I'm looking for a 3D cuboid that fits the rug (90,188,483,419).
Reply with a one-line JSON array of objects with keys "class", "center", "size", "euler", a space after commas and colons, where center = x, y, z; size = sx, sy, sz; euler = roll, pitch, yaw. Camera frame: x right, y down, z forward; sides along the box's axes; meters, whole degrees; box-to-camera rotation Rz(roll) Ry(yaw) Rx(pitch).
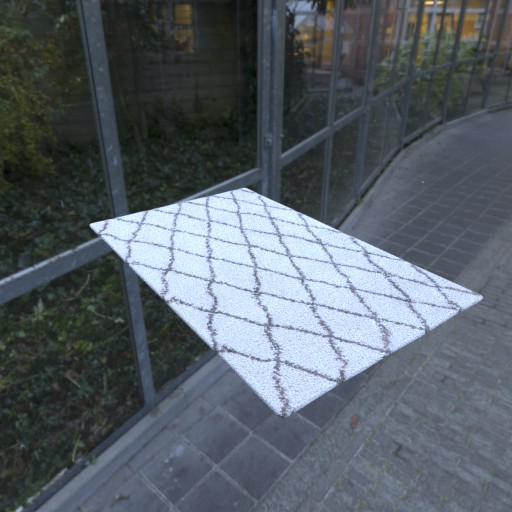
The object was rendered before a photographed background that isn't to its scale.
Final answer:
[{"class": "rug", "center": [0.000, 0.000, 3.068], "size": [1.524, 0.030, 2.438], "euler": [-19, 33, -32]}]
